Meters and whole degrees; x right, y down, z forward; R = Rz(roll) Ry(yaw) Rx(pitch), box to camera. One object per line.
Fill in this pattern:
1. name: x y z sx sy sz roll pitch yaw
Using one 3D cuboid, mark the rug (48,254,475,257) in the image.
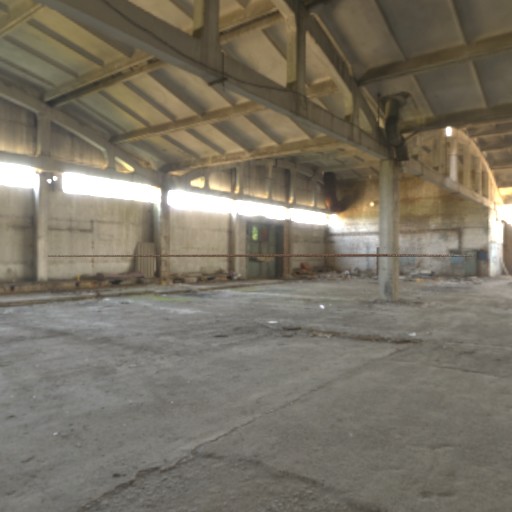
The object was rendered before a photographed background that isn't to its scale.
1. rug: 0.000 0.000 2.277 1.829 0.008 1.219 0 0 37
